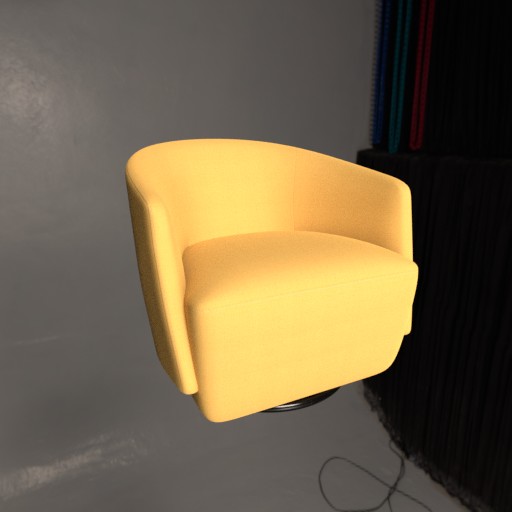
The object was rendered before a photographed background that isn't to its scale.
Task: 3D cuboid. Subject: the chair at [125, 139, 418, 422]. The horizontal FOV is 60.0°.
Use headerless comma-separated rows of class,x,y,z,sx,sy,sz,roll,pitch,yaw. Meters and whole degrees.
chair,0.000,0.000,1.381,0.773,0.698,0.767,-8,17,-26
